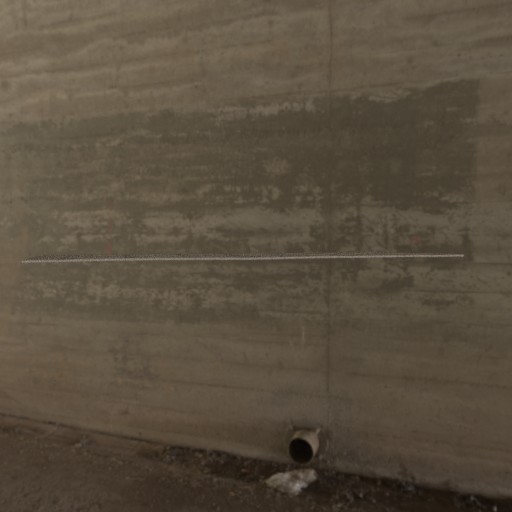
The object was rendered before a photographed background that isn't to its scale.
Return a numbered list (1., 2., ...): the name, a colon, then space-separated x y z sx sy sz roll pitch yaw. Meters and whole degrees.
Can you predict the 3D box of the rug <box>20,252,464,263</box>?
1. rug: 0.000 0.000 2.380 2.182 0.015 0.645 -1 2 -18
